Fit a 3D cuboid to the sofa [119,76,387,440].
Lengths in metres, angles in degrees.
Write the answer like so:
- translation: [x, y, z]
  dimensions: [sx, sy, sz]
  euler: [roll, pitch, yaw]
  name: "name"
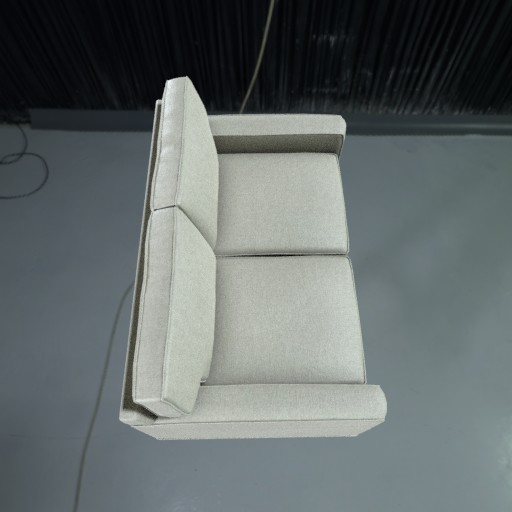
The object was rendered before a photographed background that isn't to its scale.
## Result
- translation: [0.000, 0.000, 2.030]
  dimensions: [0.940, 0.853, 1.484]
  euler: [-1, 63, 0]
  name: "sofa"
